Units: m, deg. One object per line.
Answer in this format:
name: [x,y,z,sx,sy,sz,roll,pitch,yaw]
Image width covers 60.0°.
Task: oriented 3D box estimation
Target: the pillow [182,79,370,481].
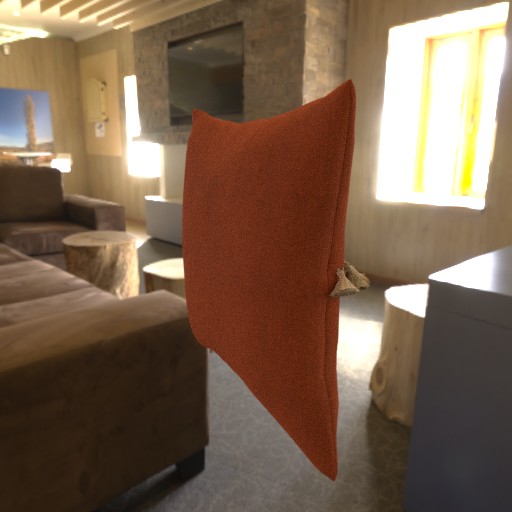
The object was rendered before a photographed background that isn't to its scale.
pillow: [0.000,0.000,0.720,0.165,0.482,0.490,-7,16,-27]
